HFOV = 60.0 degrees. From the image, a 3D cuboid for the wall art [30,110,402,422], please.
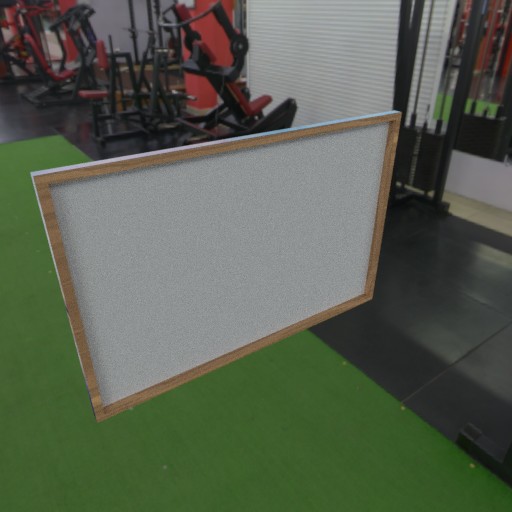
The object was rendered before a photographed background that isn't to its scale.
[{"bbox_3d":[0.000,0.000,1.397,1.137,0.756,0.034,-18,34,-29],"label":"wall art"}]
